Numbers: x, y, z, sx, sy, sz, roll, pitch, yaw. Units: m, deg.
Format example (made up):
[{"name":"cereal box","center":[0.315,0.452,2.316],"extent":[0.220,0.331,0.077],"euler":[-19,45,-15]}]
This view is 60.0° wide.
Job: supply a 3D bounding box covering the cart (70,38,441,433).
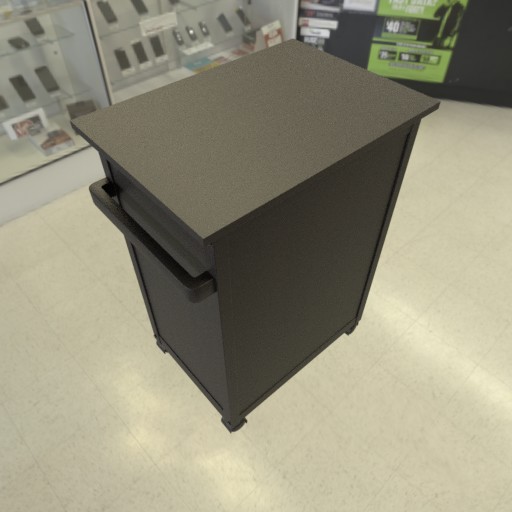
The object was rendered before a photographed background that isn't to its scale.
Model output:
[{"name":"cart","center":[0.000,0.000,1.245],"extent":[0.660,0.879,0.456],"euler":[-33,55,-27]}]
